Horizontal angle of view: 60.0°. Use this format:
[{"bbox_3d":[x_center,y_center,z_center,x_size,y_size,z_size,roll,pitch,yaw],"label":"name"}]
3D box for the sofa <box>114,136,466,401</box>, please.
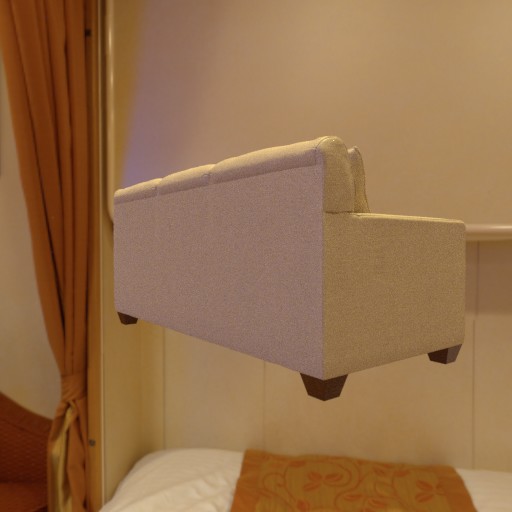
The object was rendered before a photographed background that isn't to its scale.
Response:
[{"bbox_3d":[0.000,0.000,2.567,0.997,0.958,2.024,-1,2,-37],"label":"sofa"}]
